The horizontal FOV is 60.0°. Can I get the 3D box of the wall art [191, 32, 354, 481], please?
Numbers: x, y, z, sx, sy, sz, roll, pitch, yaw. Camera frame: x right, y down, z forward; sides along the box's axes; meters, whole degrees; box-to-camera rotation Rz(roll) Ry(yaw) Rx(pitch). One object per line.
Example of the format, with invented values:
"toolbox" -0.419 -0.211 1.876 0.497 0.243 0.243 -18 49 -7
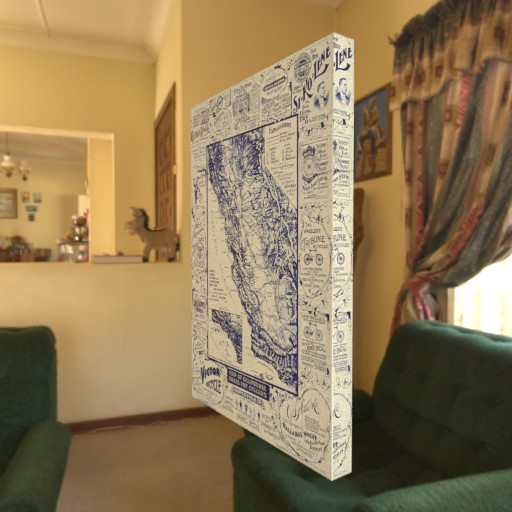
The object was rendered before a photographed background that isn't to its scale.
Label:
"wall art" 0.000 0.000 0.769 0.040 0.601 0.408 -1 2 -36
